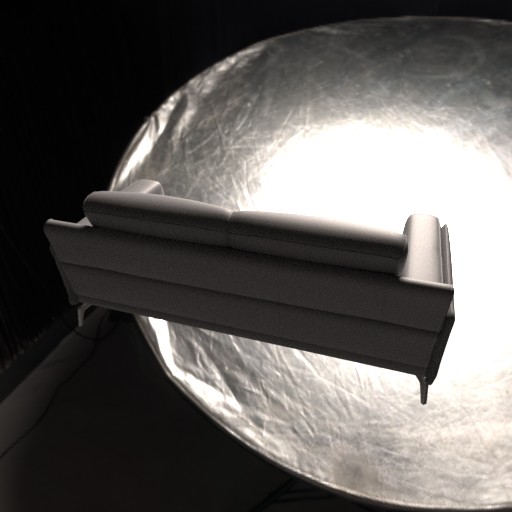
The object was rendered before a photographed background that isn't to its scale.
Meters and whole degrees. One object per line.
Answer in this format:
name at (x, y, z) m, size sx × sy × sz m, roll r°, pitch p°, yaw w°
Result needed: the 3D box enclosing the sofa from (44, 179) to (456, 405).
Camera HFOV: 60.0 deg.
sofa at (0.000, 0.000, 2.557) m, size 2.100 × 0.900 × 0.969 m, roll 9°, pitch 33°, yaw 15°
